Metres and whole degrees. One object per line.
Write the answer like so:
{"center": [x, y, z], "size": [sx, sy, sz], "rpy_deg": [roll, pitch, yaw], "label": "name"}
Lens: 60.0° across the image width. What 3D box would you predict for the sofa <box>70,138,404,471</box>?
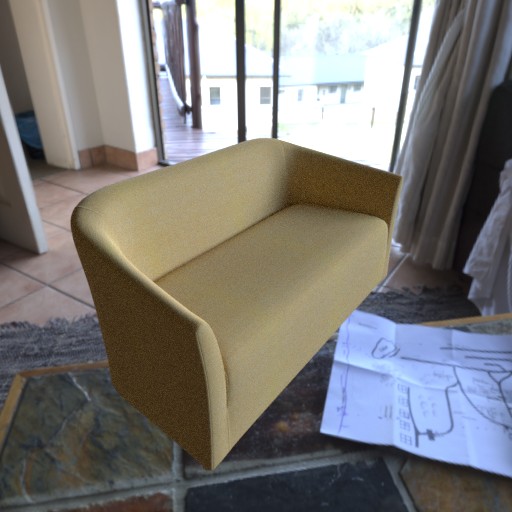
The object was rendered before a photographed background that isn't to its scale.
{"center": [0.000, 0.000, 1.842], "size": [0.705, 0.721, 1.452], "rpy_deg": [18, 33, 31], "label": "sofa"}
